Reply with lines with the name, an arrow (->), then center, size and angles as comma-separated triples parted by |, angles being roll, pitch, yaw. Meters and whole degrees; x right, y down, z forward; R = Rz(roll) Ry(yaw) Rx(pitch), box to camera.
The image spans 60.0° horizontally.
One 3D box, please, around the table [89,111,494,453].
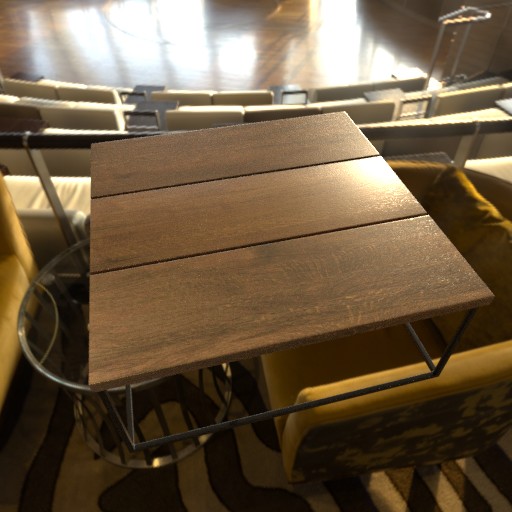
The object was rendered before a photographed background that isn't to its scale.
table -> 0.000, 0.000, 1.385 | 0.900, 0.400, 0.900 | -10, 46, -10
